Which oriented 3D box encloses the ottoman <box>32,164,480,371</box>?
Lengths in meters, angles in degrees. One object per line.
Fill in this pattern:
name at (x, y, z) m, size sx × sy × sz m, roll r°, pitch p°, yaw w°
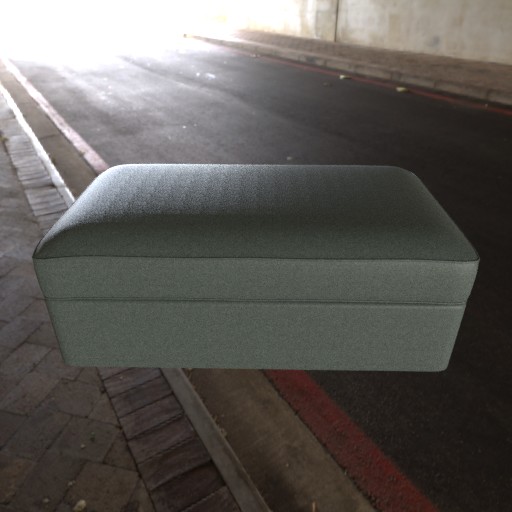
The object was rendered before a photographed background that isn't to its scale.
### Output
ottoman at (0.000, 0.000, 1.510) m, size 1.173 × 0.494 × 0.681 m, roll 1°, pitch 31°, yaw 1°
